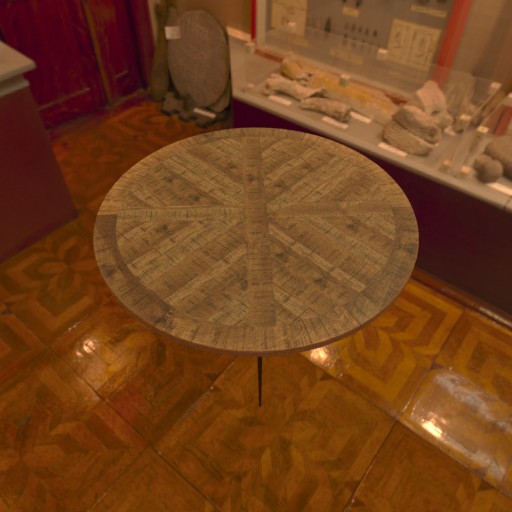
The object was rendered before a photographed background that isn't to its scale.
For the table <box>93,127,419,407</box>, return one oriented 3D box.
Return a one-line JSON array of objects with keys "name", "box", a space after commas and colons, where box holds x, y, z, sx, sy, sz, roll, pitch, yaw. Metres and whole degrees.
[{"name": "table", "box": [0.000, 0.000, 1.959, 1.264, 0.516, 1.264, 0, 47, 0]}]
